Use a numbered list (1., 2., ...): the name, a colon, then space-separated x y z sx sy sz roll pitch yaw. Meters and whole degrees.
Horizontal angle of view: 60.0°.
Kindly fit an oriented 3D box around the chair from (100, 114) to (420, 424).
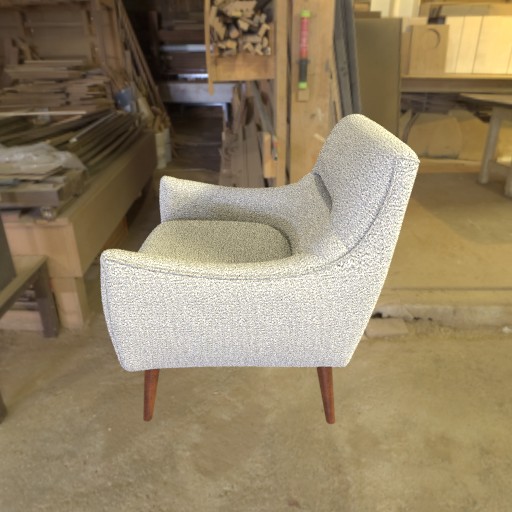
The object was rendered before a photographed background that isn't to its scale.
1. chair: 0.000 0.000 1.444 0.787 0.838 0.762 0 25 1
